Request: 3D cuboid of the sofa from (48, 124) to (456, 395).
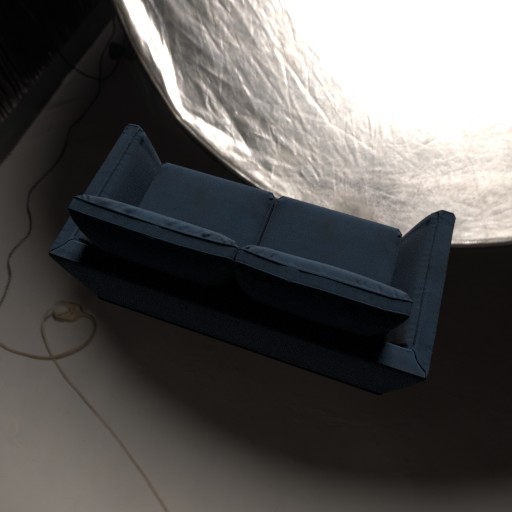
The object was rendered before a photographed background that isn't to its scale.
[{"bbox_3d":[0.000,0.000,2.317,1.770,1.002,0.853,17,65,8],"label":"sofa"}]
